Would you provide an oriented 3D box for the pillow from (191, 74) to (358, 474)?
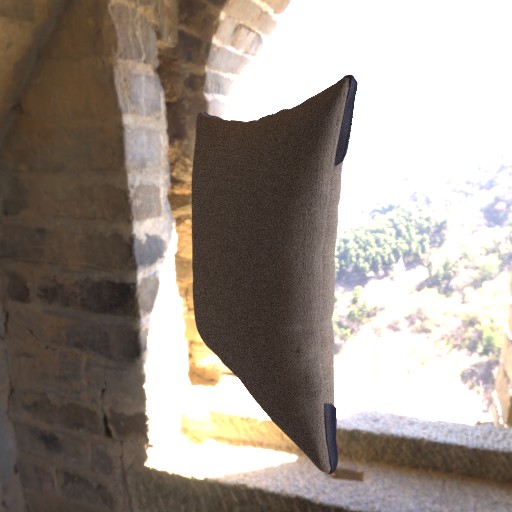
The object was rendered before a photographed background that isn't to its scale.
[{"bbox_3d":[0.000,0.000,0.657,0.147,0.441,0.440,-6,14,-26],"label":"pillow"}]
